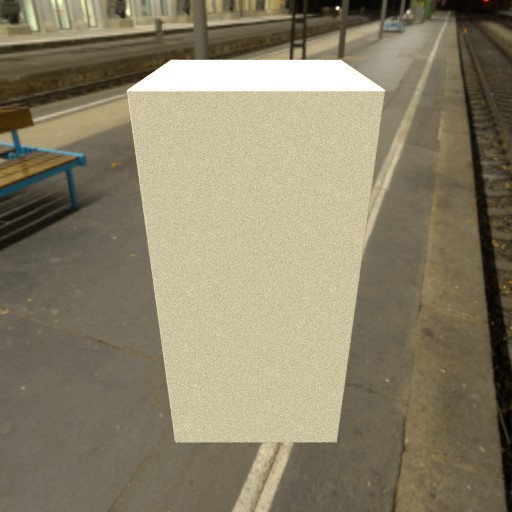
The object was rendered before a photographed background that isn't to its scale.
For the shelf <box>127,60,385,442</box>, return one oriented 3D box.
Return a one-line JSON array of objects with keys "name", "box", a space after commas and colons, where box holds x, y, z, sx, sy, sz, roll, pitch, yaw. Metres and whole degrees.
[{"name": "shelf", "box": [0.000, 0.000, 0.769, 0.290, 0.594, 0.297, 0, 30, 0]}]
